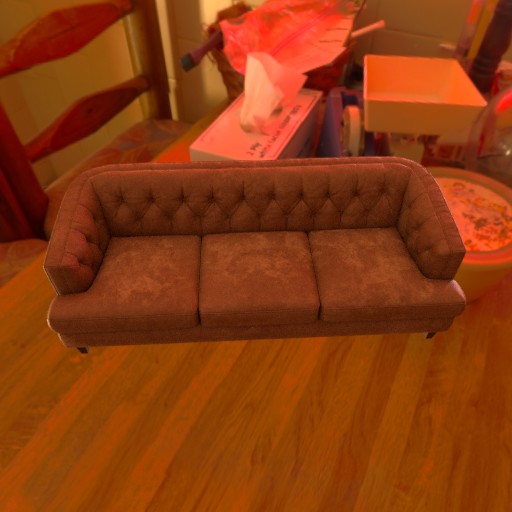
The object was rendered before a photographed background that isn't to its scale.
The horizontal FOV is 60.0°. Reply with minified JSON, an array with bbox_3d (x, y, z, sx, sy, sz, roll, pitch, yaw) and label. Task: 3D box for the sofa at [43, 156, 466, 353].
[{"bbox_3d":[0.000,0.000,2.675,2.257,0.791,0.922,-2,47,-2],"label":"sofa"}]
